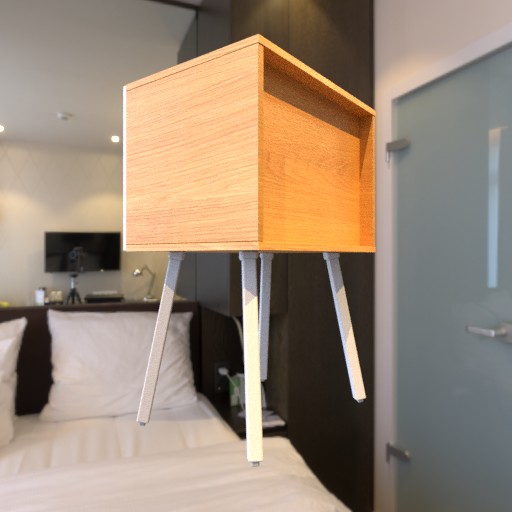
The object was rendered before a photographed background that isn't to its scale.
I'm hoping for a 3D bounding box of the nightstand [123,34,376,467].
[{"bbox_3d":[0.000,0.000,0.855,0.316,0.601,0.400,0,0,38],"label":"nightstand"}]
